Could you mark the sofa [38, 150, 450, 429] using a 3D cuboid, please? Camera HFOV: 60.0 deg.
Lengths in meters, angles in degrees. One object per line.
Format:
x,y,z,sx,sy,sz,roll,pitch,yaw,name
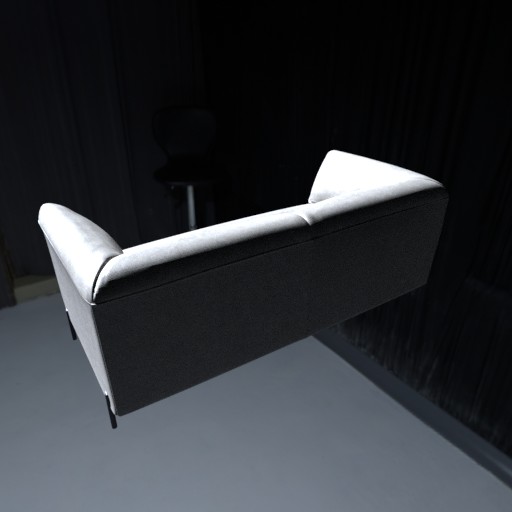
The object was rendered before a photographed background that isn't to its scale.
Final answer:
0.000,0.000,2.327,1.878,0.747,0.905,-17,32,-29,sofa
